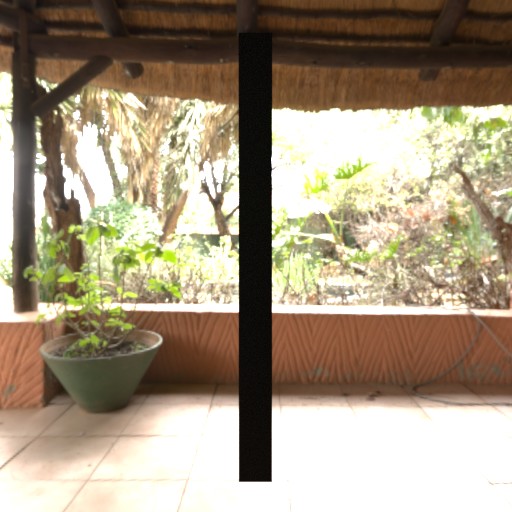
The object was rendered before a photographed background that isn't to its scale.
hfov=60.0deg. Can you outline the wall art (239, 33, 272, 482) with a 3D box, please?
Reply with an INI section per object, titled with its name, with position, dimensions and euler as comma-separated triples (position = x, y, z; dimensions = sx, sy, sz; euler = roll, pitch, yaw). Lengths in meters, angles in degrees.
[wall art]
position = 0.000, 0.000, 0.752
dimensions = 0.038, 0.506, 0.506
euler = 0, 1, 0
